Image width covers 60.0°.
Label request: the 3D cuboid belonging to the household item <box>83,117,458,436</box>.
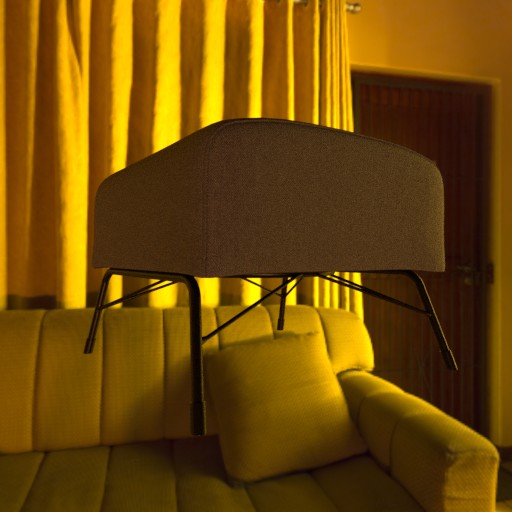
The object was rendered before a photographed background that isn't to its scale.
[{"bbox_3d":[0.000,0.000,0.870,0.530,0.410,0.530,0,0,-34],"label":"household item"}]
